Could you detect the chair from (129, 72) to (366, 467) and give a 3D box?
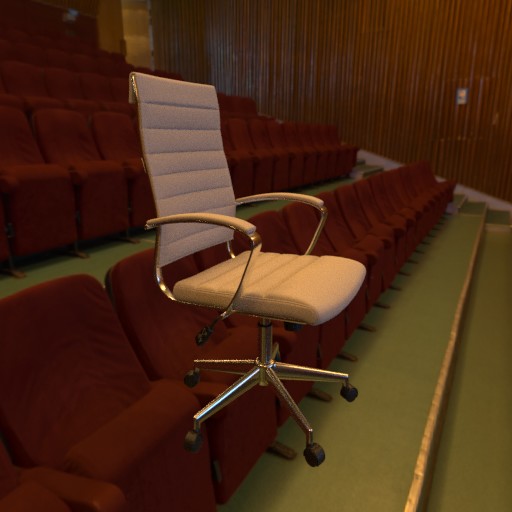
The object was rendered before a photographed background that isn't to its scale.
[{"bbox_3d":[0.000,0.000,1.502,0.667,1.149,0.679,8,17,27],"label":"chair"}]
